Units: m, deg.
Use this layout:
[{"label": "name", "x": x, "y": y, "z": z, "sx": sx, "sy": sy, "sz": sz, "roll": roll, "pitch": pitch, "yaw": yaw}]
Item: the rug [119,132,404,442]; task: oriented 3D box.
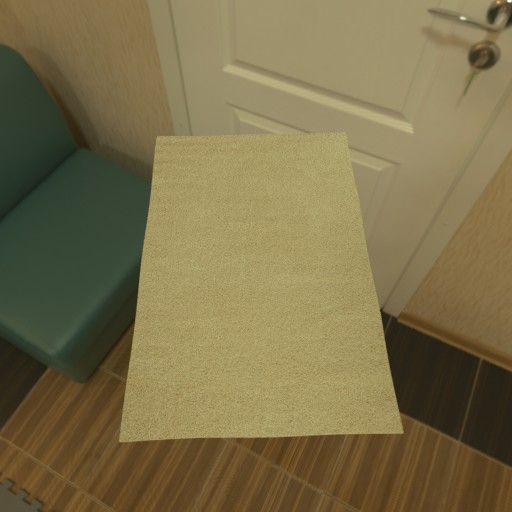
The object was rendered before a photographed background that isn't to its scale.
[{"label": "rug", "x": 0.000, "y": 0.000, "z": 3.510, "sx": 1.800, "sy": 0.025, "sz": 2.699, "roll": -1, "pitch": 59, "yaw": -1}]
